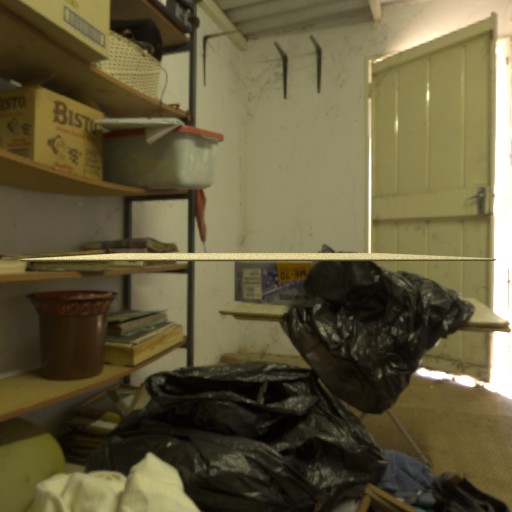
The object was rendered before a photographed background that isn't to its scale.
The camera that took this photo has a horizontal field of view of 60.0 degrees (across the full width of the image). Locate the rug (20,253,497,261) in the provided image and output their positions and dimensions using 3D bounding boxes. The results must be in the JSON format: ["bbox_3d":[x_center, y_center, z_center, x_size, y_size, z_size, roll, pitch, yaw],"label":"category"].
[{"bbox_3d":[0.000,0.000,4.041,3.050,0.015,2.441,0,1,-2],"label":"rug"}]
